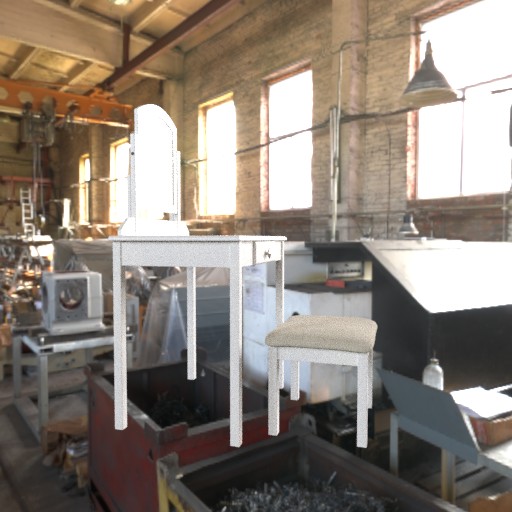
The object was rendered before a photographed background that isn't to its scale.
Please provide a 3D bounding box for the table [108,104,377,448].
[{"bbox_3d":[0.000,0.000,2.301,1.211,1.631,0.876,1,2,17],"label":"table"}]
